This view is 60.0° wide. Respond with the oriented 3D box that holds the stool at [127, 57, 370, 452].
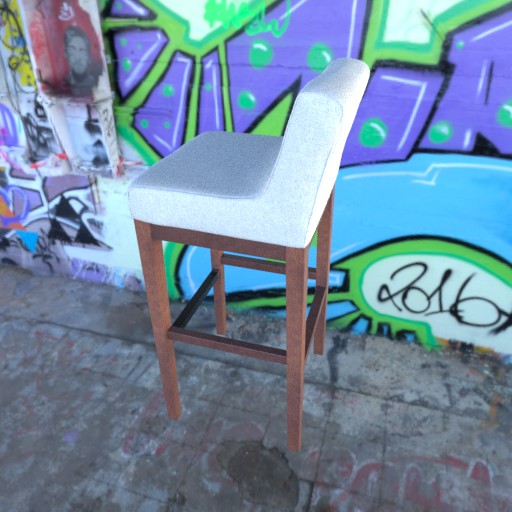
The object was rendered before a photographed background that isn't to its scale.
[{"bbox_3d":[0.000,0.000,1.298,0.500,1.037,0.511,9,32,14],"label":"stool"}]
